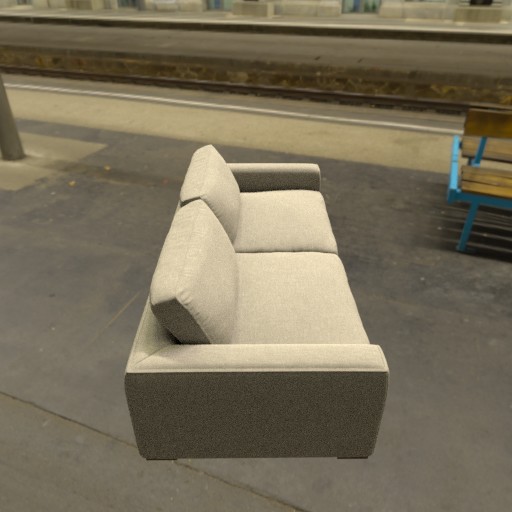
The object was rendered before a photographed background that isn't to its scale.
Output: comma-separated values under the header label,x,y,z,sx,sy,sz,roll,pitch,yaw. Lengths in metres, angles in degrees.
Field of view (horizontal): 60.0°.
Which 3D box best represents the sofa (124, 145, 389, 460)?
label,x,y,z,sx,sy,sz,roll,pitch,yaw
sofa,0.000,0.000,2.716,1.070,0.801,2.262,0,32,0
